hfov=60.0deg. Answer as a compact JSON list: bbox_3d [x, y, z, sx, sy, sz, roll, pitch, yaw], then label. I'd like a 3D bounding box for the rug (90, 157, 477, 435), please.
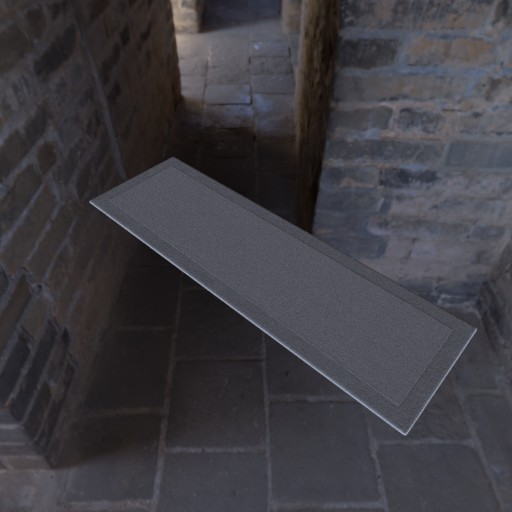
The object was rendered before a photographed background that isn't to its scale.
[{"bbox_3d":[0.000,0.000,2.686,2.430,0.012,0.759,33,53,28],"label":"rug"}]
